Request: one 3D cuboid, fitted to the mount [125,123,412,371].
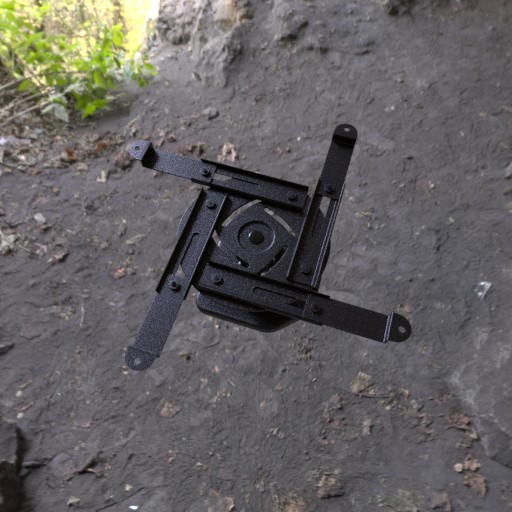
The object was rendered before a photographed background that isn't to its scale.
[{"bbox_3d":[0.000,0.000,0.593,0.394,0.141,0.394,16,65,8],"label":"mount"}]
